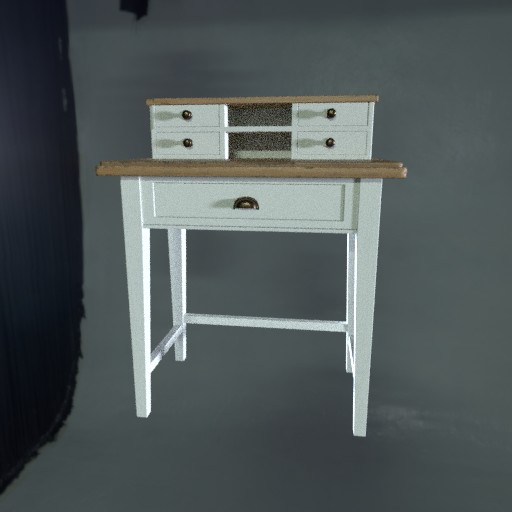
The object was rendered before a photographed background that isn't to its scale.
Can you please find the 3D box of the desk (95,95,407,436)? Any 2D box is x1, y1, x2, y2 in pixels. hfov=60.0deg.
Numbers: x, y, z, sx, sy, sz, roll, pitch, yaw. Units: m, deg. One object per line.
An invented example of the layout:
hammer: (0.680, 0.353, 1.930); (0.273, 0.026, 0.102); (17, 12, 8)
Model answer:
desk: (0.000, 0.000, 1.431); (0.814, 0.981, 0.462); (2, 14, 8)
